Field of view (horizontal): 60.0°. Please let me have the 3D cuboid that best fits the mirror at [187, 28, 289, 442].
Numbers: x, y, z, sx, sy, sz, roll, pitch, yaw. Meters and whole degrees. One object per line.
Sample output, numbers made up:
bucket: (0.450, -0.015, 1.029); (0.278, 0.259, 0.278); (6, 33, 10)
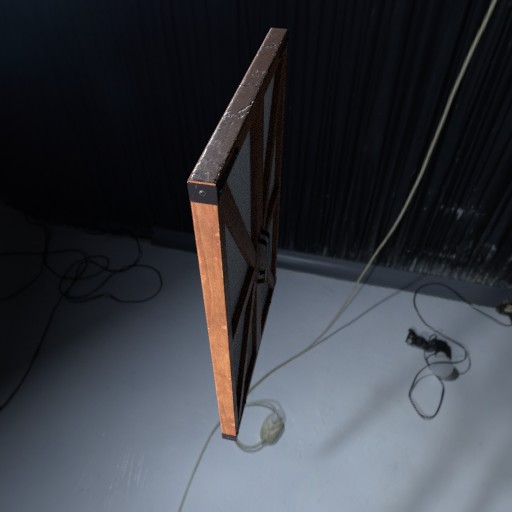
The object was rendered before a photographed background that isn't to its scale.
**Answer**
mirror: (0.000, 0.000, 0.966); (0.053, 0.761, 0.517); (9, 47, 9)
